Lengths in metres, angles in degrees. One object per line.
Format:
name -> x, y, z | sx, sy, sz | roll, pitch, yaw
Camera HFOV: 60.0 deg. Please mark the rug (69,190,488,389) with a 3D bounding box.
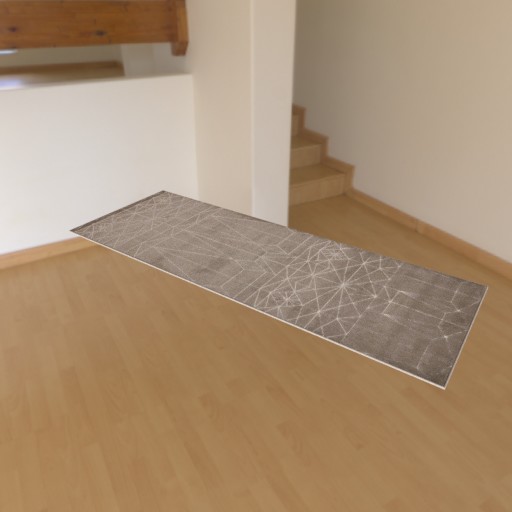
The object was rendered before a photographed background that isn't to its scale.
rug -> 0.000, 0.000, 2.622 | 2.388, 0.012, 0.864 | 19, 35, 29
